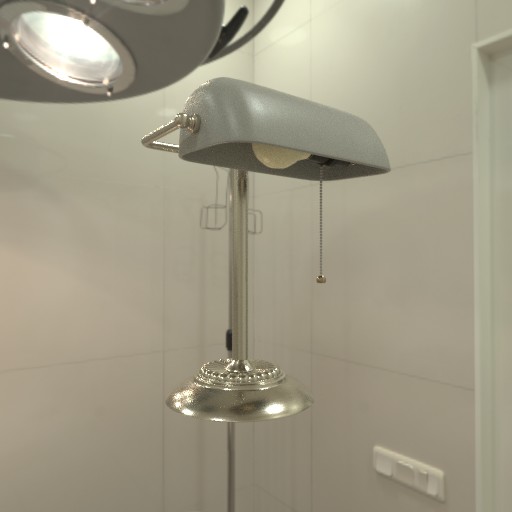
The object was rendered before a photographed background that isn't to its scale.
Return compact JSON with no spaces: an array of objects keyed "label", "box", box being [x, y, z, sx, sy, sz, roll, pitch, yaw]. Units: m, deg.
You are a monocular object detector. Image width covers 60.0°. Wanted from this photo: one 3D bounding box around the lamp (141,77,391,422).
[{"label":"lamp","box":[0.000,0.000,0.514,0.264,0.339,0.243,1,-1,-37]}]
